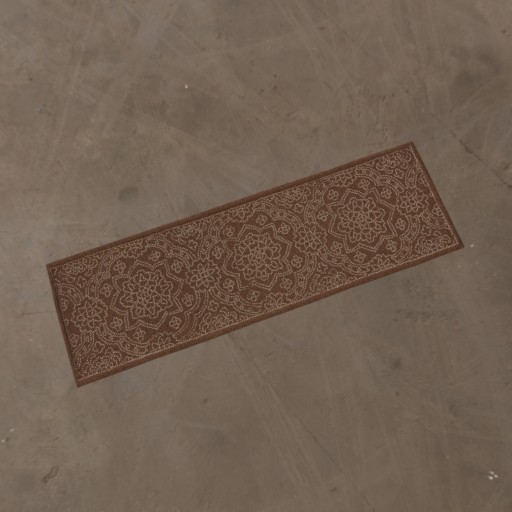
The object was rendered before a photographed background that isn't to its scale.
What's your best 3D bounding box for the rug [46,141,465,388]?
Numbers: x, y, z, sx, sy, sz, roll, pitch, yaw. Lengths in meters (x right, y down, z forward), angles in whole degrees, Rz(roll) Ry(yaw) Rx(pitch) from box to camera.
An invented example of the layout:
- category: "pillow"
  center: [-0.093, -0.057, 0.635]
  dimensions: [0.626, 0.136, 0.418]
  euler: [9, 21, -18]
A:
- category: "rug"
  center: [0.000, 0.000, 2.701]
  dimensions: [2.448, 0.012, 0.769]
  euler: [-19, 77, -5]
